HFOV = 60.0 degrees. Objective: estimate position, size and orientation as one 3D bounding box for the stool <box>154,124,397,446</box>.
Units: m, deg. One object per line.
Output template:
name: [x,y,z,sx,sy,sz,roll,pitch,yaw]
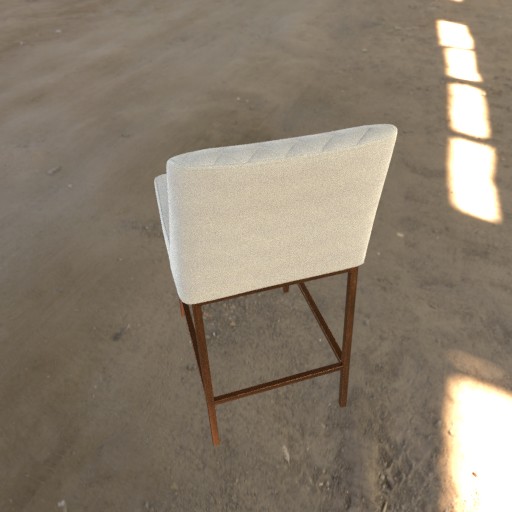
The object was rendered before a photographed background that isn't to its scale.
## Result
stool: [0.000,0.000,1.308,0.507,0.973,0.576,-12,43,-13]
